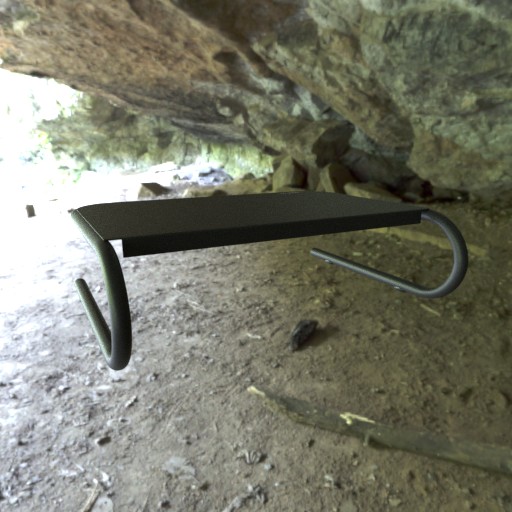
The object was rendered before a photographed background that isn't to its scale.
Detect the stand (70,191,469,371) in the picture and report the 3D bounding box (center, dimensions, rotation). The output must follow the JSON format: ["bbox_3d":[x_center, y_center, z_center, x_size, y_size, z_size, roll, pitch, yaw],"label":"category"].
[{"bbox_3d":[0.000,0.000,0.508,0.370,0.108,0.280,-8,16,-27],"label":"stand"}]
